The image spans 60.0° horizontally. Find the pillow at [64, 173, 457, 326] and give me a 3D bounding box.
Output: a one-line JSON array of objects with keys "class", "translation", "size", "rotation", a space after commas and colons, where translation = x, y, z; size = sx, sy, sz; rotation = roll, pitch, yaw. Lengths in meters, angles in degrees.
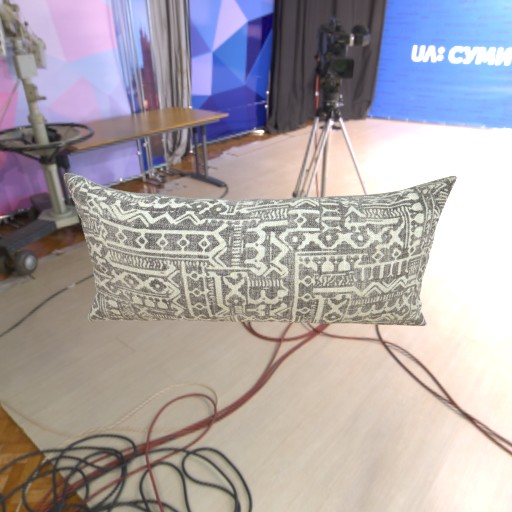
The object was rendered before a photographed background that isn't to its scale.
[{"class": "pillow", "translation": [0.000, 0.000, 0.754], "size": [0.631, 0.290, 0.148], "rotation": [1, 30, 1]}]
